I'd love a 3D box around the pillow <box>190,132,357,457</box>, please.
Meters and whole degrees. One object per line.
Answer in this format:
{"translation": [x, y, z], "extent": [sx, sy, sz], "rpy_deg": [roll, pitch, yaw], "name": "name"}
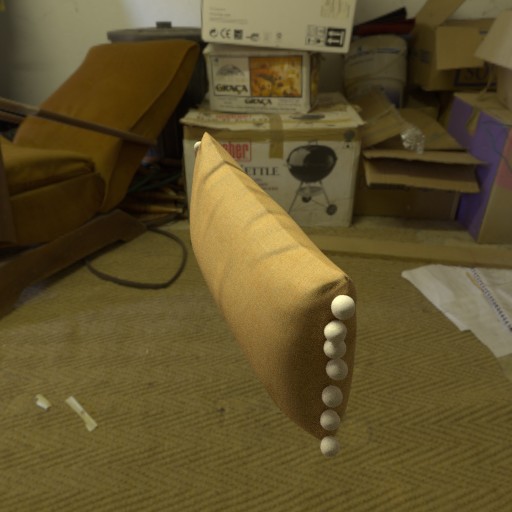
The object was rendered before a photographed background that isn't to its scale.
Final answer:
{"translation": [0.000, 0.000, 0.864], "extent": [0.201, 0.322, 0.709], "rpy_deg": [-11, 32, -18], "name": "pillow"}
